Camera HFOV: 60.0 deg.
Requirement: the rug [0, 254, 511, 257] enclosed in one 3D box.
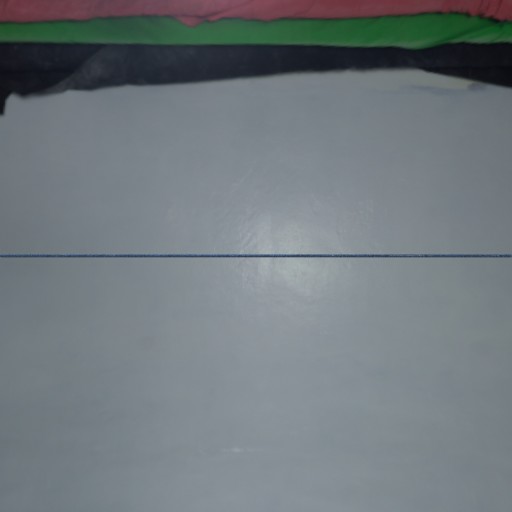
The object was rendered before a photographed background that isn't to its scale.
[{"bbox_3d":[0.000,0.000,2.867,2.441,0.015,1.526,0,0,0],"label":"rug"}]
